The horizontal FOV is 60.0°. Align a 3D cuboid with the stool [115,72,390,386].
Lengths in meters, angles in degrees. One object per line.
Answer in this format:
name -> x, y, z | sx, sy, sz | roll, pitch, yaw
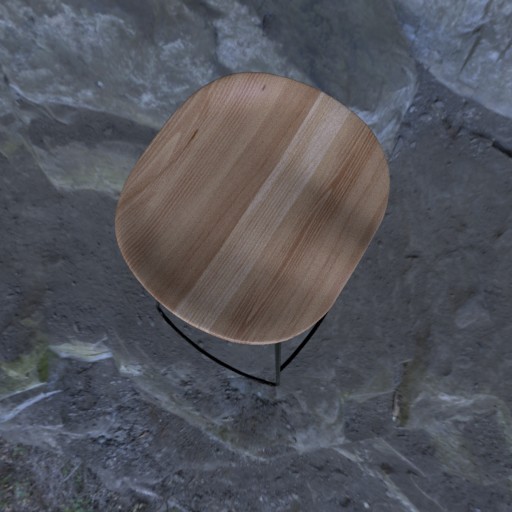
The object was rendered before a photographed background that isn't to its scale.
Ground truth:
stool -> 0.000, 0.000, 0.945 | 0.401, 0.679, 0.480 | 31, 78, 8
